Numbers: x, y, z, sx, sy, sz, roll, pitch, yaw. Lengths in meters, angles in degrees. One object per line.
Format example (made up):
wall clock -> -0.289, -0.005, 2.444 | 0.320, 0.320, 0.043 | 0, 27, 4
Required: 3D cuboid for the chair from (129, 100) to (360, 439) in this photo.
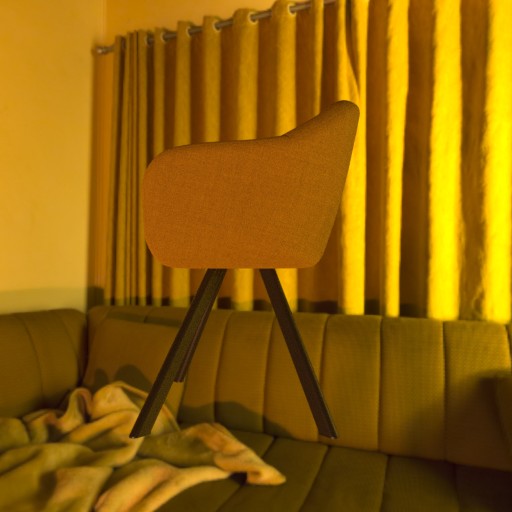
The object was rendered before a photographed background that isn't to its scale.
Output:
chair -> 0.000, 0.000, 1.206 | 0.550, 0.795, 0.590 | 0, -1, 0
